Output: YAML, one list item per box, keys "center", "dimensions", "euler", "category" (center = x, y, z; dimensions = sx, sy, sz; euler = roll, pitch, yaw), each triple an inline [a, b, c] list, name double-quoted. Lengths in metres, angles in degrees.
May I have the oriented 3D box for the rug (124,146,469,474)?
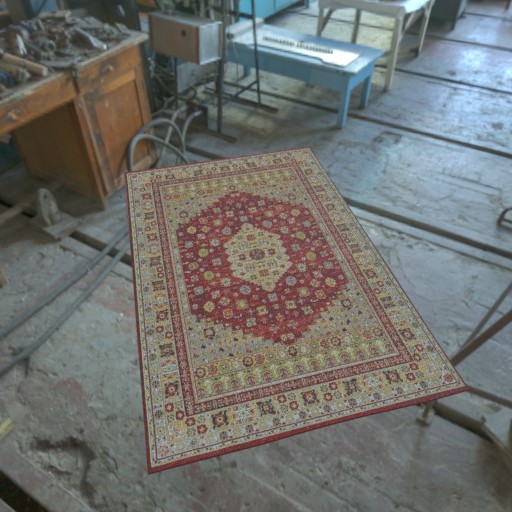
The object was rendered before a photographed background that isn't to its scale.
- center: [0.000, 0.000, 2.178]
  dimensions: [1.194, 0.013, 1.802]
  euler: [-10, 45, -10]
  category: "rug"
